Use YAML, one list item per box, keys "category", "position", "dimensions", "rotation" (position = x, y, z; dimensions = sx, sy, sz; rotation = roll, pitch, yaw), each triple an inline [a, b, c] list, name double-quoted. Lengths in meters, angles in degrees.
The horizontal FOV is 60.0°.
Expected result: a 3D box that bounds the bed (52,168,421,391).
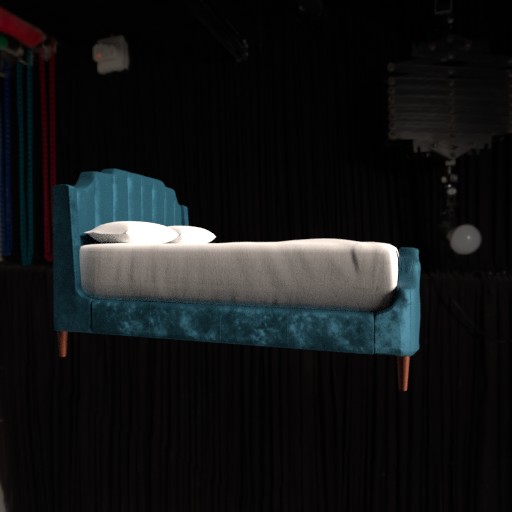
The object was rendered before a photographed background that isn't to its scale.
- category: "bed"
  position: [0.000, 0.000, 3.377]
  dimensions: [2.322, 1.338, 1.678]
  rotation: [0, 1, 18]
